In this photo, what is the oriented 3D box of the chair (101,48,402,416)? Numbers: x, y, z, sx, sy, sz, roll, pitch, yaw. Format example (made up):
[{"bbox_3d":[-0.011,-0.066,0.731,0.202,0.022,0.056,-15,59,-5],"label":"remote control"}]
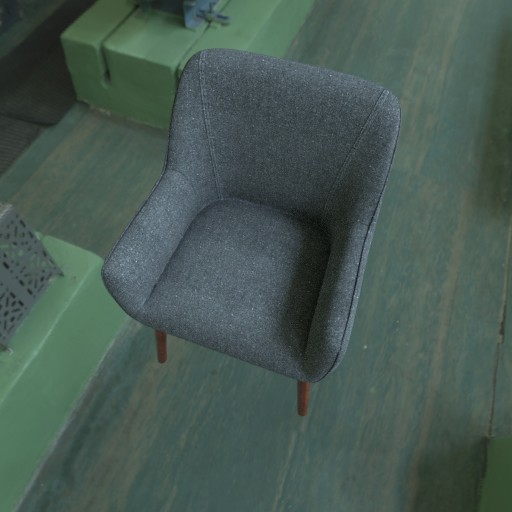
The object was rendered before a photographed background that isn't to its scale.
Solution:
[{"bbox_3d":[0.000,0.000,1.147,0.543,0.803,0.519,17,60,11],"label":"chair"}]
